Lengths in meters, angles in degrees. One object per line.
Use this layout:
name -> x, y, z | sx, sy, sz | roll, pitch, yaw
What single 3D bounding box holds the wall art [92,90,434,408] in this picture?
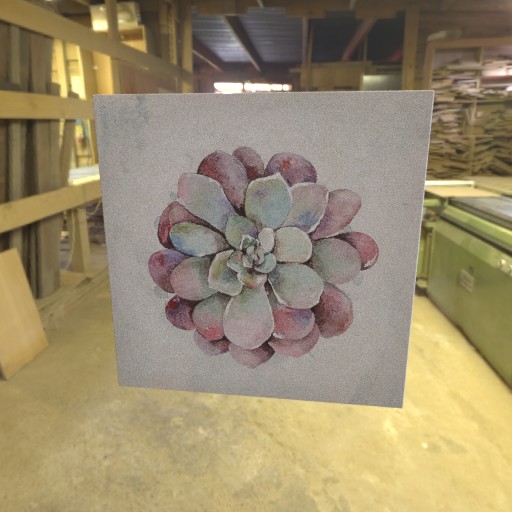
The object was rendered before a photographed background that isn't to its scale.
wall art -> 0.000, 0.000, 0.877 | 0.605, 0.605, 0.044 | 2, 15, 8
